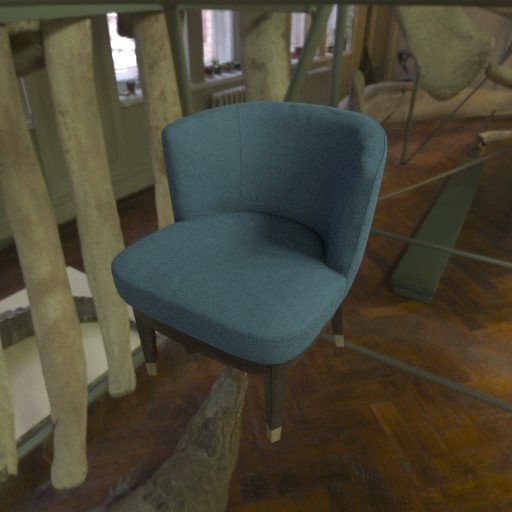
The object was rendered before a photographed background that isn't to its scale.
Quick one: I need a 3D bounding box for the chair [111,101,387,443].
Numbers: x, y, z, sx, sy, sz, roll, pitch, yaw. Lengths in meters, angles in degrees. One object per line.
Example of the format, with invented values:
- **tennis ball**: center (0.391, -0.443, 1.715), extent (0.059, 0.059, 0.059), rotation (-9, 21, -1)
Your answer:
- **chair**: center (0.000, 0.000, 1.319), extent (0.661, 0.760, 0.702), rotation (18, 35, 28)
